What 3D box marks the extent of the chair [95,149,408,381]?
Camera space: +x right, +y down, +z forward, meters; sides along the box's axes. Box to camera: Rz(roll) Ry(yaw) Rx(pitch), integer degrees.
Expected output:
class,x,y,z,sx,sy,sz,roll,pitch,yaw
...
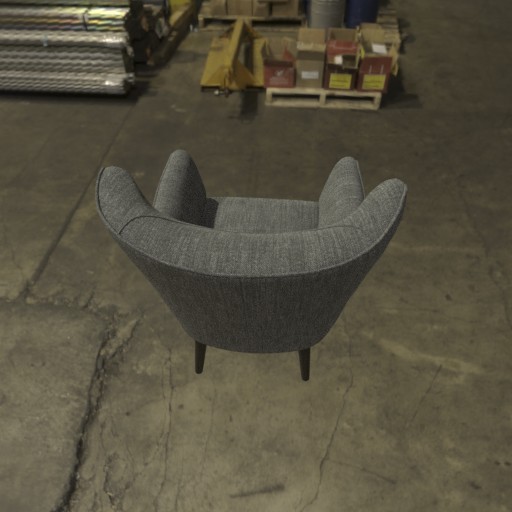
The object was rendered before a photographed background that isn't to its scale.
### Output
class,x,y,z,sx,sy,sz,roll,pitch,yaw
chair,0.000,0.000,1.559,0.781,0.933,0.888,3,46,3
